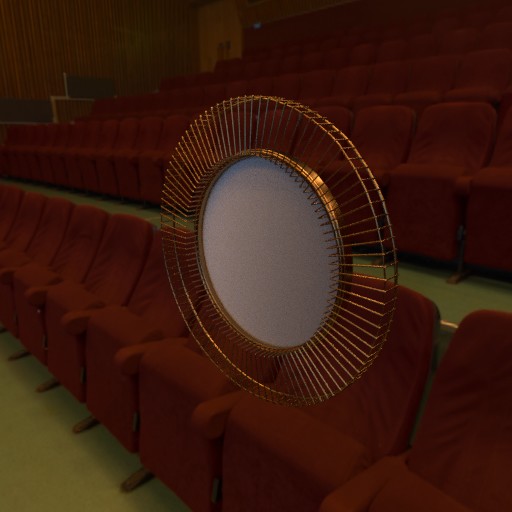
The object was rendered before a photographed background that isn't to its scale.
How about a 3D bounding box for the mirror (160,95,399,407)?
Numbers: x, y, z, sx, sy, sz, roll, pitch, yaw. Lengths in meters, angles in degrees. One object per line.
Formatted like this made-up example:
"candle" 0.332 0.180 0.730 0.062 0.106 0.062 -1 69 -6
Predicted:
"mirror" 0.000 0.000 1.035 0.703 0.703 0.067 15 22 43
